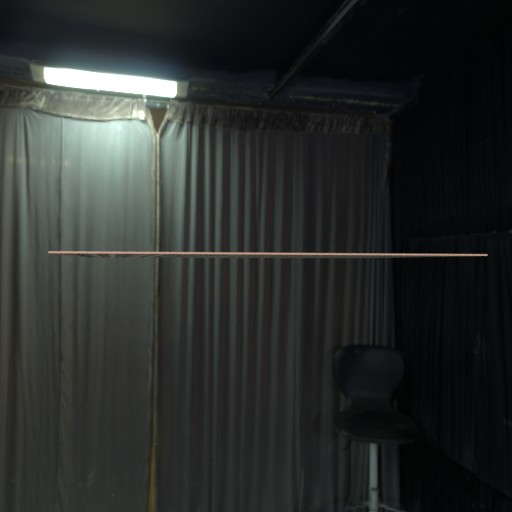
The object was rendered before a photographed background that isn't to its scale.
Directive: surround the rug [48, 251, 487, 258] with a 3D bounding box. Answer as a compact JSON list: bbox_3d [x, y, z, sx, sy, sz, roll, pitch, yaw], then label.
[{"bbox_3d":[0.000,0.000,2.314,1.829,0.008,1.219,0,-1,-18],"label":"rug"}]
